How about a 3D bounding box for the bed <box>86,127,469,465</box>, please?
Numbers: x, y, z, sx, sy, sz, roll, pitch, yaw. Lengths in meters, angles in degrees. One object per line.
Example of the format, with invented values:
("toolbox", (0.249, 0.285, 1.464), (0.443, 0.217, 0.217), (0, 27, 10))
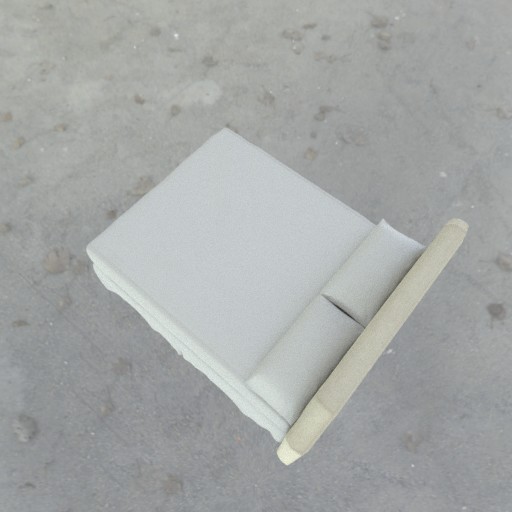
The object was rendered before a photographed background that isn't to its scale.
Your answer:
("bed", (0.000, 0.000, 3.281), (2.164, 1.297, 1.828), (37, 68, 17))
